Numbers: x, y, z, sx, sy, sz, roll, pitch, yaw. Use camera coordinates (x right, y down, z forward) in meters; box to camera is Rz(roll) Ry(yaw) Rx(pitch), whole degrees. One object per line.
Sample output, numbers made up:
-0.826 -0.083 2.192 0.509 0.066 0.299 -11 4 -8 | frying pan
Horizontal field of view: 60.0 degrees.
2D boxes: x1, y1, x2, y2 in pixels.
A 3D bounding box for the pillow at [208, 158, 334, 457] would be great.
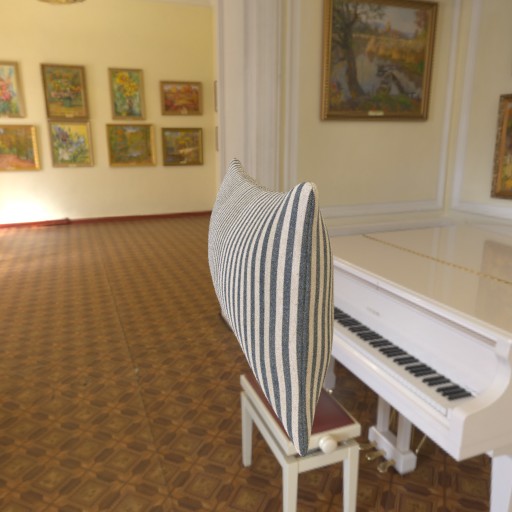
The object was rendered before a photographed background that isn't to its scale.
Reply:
0.000 0.000 0.728 0.151 0.295 0.617 -2 15 -9 | pillow
